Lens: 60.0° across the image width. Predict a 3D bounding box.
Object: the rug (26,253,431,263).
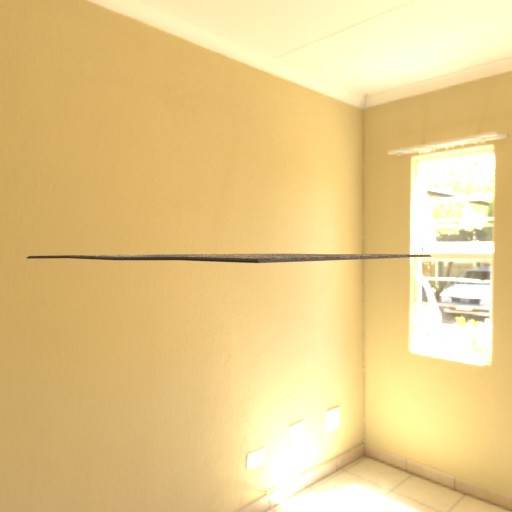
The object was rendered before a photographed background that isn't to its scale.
[{"bbox_3d":[0.000,0.000,4.803,2.716,0.035,3.612,0,1,36],"label":"rug"}]
